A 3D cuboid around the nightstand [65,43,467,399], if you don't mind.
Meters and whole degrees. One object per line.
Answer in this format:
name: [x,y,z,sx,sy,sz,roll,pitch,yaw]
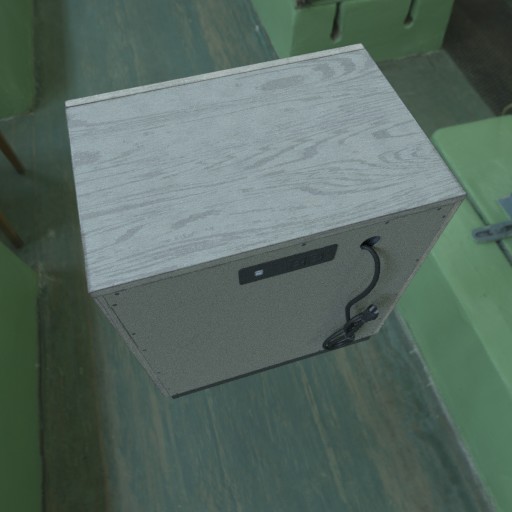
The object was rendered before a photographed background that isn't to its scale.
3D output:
nightstand: [0.000,0.000,1.053,0.612,0.673,0.483,-15,60,-9]
